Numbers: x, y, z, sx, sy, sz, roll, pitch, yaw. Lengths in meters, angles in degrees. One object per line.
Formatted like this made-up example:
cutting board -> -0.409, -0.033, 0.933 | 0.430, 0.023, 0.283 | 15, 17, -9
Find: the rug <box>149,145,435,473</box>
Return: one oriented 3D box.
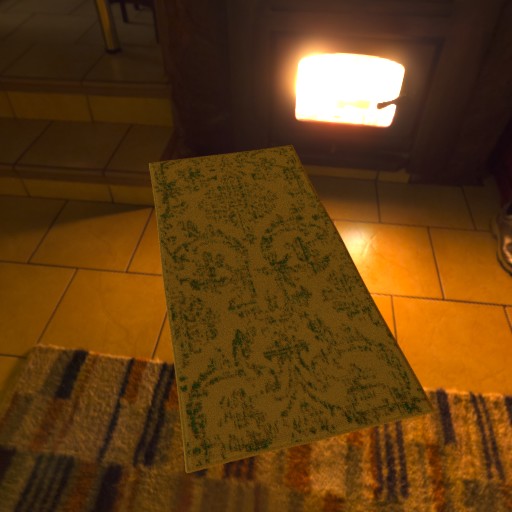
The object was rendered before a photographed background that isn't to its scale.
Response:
rug -> 0.000, 0.000, 1.433 | 0.605, 0.007, 1.220 | -10, 47, -9
